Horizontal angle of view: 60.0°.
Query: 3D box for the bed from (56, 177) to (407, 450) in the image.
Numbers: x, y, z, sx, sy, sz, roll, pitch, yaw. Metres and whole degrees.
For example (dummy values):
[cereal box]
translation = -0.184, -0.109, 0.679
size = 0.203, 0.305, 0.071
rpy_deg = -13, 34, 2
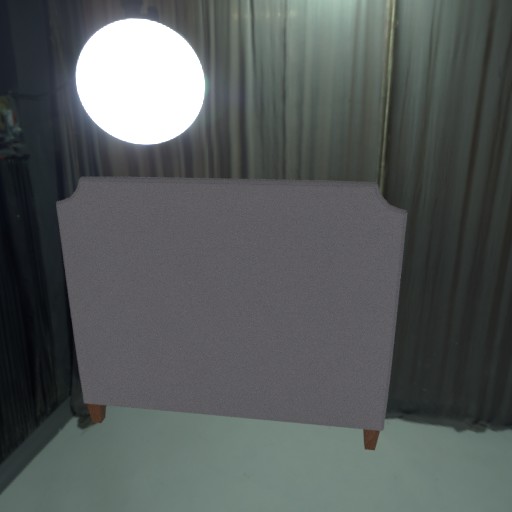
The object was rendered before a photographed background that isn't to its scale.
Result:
[bed]
translation = 0.000, 0.000, 3.365
size = 1.713, 1.443, 2.372
rpy_deg = 2, 17, 8
